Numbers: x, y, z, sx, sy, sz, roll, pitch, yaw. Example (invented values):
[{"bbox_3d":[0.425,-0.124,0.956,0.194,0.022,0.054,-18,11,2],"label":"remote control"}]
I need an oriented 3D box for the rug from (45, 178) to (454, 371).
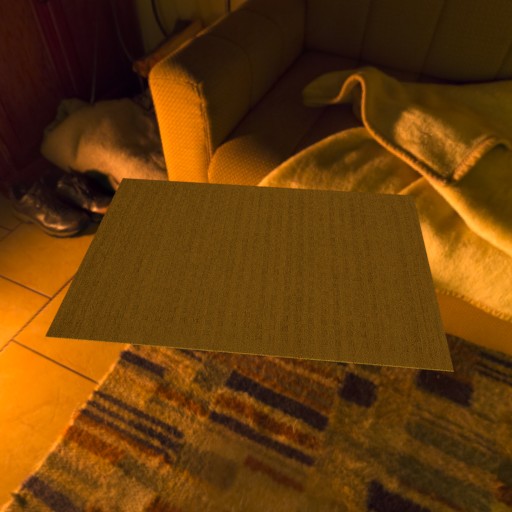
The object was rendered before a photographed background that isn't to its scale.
[{"bbox_3d":[0.000,0.000,2.279,1.752,0.006,1.142,4,47,4],"label":"rug"}]
